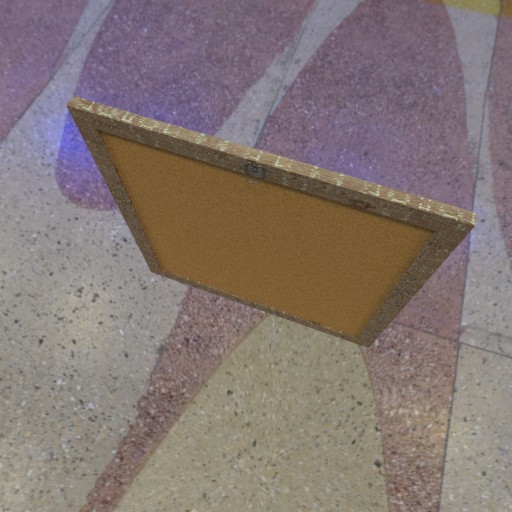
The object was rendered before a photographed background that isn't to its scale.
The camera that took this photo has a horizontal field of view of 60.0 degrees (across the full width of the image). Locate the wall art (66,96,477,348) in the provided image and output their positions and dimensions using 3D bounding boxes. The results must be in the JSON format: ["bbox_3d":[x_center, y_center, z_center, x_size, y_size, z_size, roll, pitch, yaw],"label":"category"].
[{"bbox_3d":[0.000,0.000,0.559,0.380,0.380,0.022,18,65,9],"label":"wall art"}]
